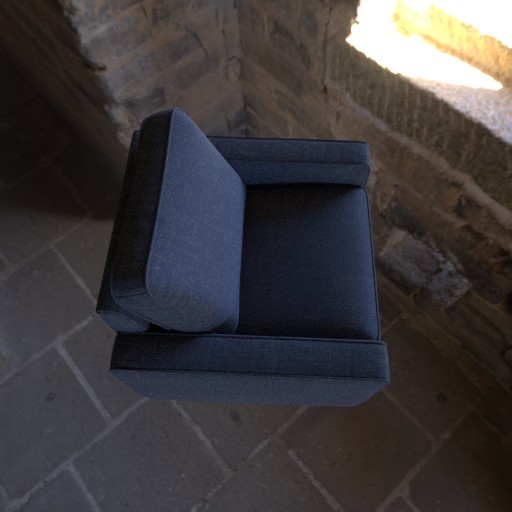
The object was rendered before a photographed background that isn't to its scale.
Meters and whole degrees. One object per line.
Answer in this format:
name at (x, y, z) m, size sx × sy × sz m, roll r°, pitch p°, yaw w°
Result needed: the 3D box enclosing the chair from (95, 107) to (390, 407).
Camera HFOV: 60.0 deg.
chair at (0.000, 0.000, 1.741) m, size 0.940 × 0.919 × 1.017 m, roll 2°, pitch 64°, yaw 1°
